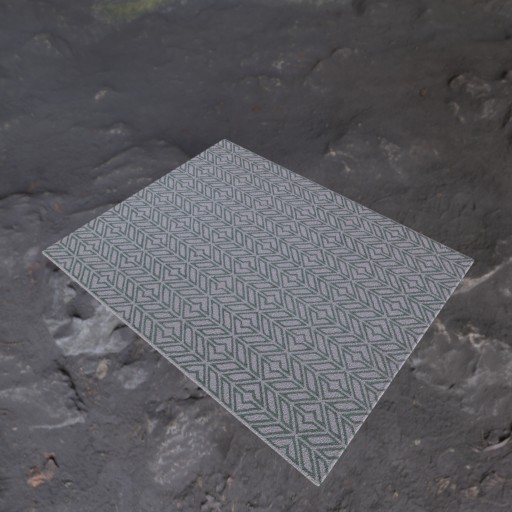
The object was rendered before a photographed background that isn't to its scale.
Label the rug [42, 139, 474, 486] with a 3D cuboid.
[{"bbox_3d":[0.000,0.000,3.991,3.050,0.017,2.441,32,54,26],"label":"rug"}]
